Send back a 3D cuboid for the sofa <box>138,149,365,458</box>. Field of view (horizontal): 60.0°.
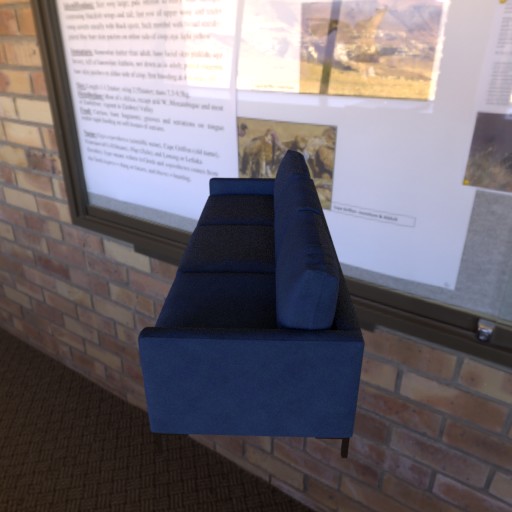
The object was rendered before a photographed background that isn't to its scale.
[{"bbox_3d":[0.000,0.000,2.712,0.875,0.879,2.252,1,25,2],"label":"sofa"}]
